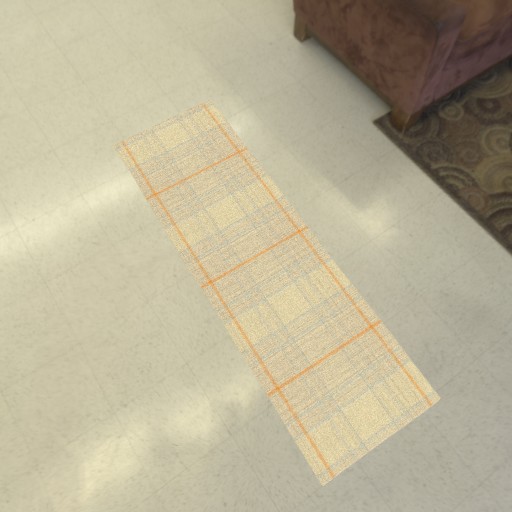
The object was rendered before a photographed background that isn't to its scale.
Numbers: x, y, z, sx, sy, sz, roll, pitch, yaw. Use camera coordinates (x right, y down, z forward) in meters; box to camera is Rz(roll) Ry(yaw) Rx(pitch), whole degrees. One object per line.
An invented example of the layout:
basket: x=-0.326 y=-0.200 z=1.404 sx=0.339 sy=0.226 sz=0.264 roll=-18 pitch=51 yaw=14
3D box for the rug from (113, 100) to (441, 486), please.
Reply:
rug: x=0.000 y=0.000 z=2.676 sx=0.770 sy=0.016 sz=2.442 roll=-30 pitch=69 yaw=-13
